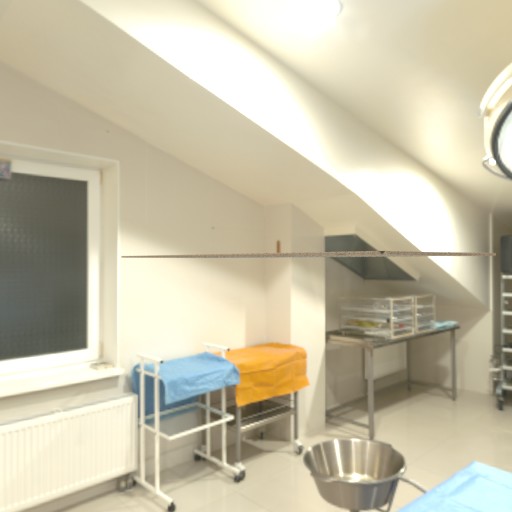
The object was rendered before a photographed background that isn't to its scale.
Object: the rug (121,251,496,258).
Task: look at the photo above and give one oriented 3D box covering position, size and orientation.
[{"bbox_3d":[0.000,0.000,2.655,0.762,0.012,2.438,0,-1,-37],"label":"rug"}]
